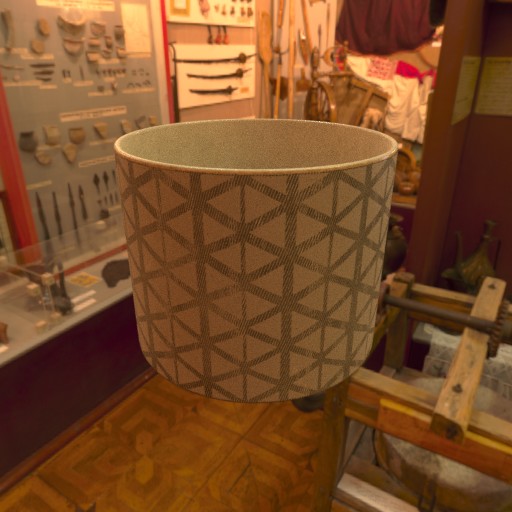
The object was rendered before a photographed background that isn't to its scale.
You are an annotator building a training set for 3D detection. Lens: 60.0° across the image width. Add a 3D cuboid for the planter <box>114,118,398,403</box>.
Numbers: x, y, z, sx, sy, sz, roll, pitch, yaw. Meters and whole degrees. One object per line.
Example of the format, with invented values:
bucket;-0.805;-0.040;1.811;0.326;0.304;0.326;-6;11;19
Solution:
planter;0.000;0.000;0.345;0.190;0.181;0.190;0;25;0
